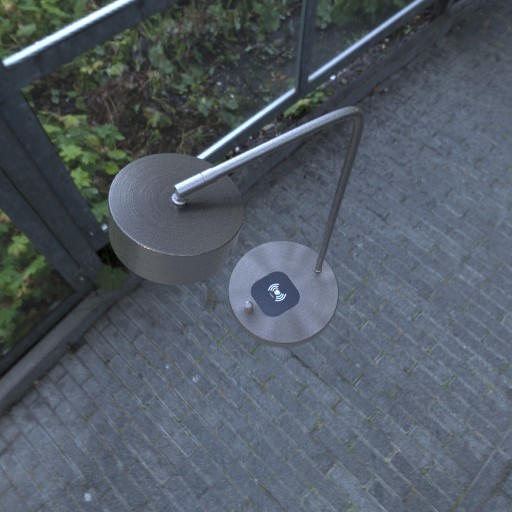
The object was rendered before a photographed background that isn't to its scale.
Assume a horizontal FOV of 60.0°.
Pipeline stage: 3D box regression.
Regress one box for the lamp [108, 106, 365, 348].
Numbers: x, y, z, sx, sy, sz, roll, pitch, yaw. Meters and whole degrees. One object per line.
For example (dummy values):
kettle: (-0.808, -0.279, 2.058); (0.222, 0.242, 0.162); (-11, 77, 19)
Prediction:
lamp: (0.000, 0.000, 0.647); (0.334, 0.469, 0.211); (-29, 67, -14)
